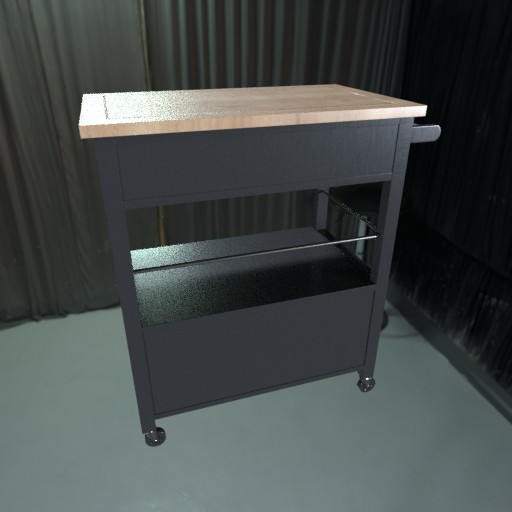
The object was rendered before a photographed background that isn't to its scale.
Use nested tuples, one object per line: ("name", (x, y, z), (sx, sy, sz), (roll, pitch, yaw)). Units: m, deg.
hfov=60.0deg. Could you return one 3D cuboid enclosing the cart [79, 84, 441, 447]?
("cart", (0.000, 0.000, 1.334), (0.840, 0.901, 0.459), (-9, 28, -16))
